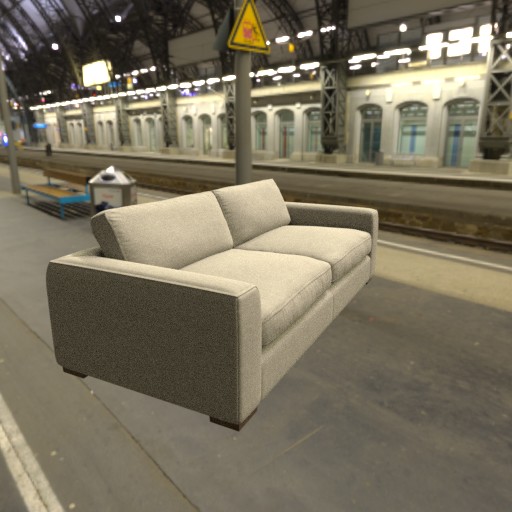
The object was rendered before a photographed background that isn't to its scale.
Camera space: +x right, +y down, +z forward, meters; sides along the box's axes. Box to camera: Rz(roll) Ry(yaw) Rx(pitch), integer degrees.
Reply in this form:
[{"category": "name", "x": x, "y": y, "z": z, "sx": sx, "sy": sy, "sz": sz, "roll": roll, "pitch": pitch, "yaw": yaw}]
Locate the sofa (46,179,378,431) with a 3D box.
[{"category": "sofa", "x": 0.000, "y": 0.000, "z": 2.803, "sx": 1.070, "sy": 0.801, "sz": 2.262, "roll": 8, "pitch": 17, "yaw": 27}]
